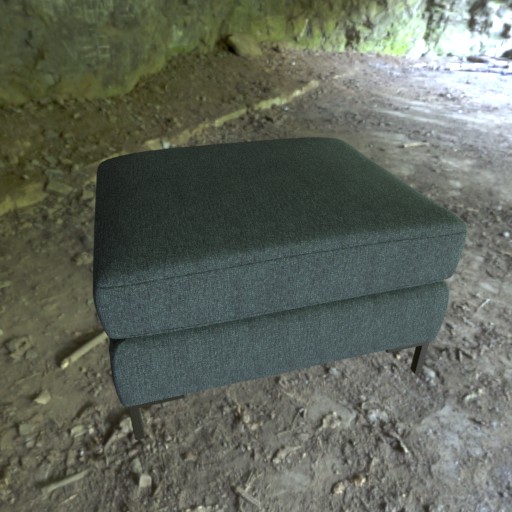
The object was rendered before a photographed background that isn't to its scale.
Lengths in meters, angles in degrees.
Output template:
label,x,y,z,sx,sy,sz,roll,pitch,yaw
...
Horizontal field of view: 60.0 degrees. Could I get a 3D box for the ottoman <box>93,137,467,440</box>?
label,x,y,z,sx,sy,sz,roll,pitch,yaw
ottoman,0.000,0.000,1.291,0.831,0.533,0.695,-9,33,-14
